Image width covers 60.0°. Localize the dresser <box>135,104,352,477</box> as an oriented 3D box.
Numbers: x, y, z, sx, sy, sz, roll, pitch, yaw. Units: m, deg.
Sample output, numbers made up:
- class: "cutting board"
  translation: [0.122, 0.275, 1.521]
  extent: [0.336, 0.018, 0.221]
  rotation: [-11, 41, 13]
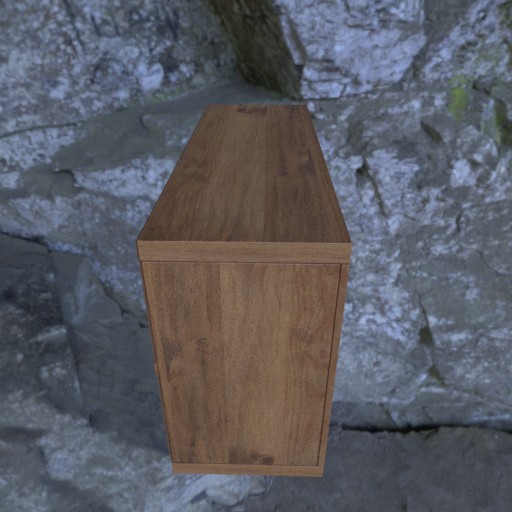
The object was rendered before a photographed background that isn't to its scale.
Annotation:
- class: "dresser"
  translation: [0.000, 0.000, 1.657]
  extent: [0.479, 0.825, 1.261]
  rotation: [1, 31, 1]
